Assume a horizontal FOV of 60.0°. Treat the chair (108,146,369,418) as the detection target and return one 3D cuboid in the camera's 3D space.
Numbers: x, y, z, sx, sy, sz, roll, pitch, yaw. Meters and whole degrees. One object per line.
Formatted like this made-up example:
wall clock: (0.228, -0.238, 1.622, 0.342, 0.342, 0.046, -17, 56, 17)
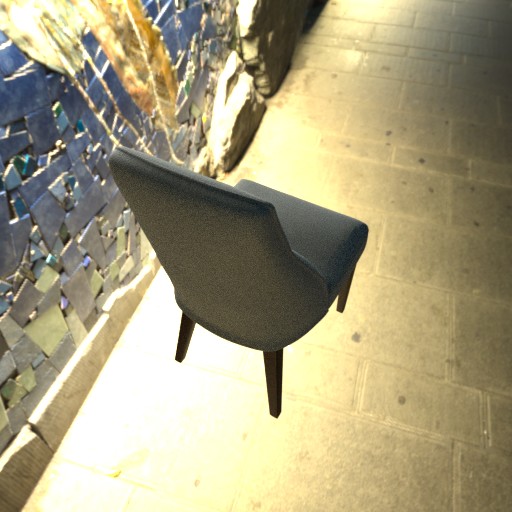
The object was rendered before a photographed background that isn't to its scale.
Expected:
chair: (0.000, 0.000, 1.318, 0.500, 0.930, 0.620, 24, 51, 21)
